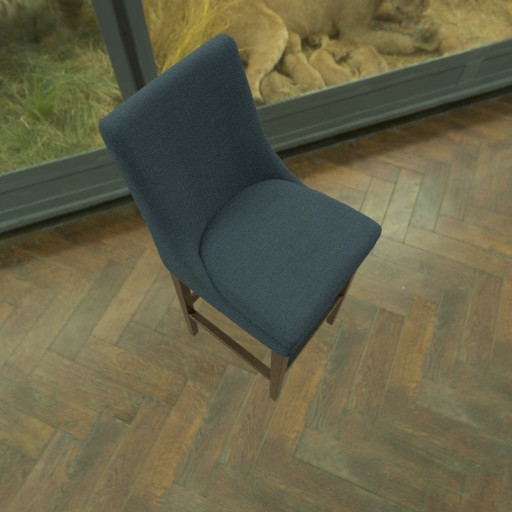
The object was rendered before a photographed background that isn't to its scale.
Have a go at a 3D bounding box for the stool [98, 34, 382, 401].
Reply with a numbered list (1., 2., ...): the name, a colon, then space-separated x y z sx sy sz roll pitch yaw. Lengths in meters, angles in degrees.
1. stool: 0.000 0.000 1.380 0.577 1.078 0.470 34 65 18
